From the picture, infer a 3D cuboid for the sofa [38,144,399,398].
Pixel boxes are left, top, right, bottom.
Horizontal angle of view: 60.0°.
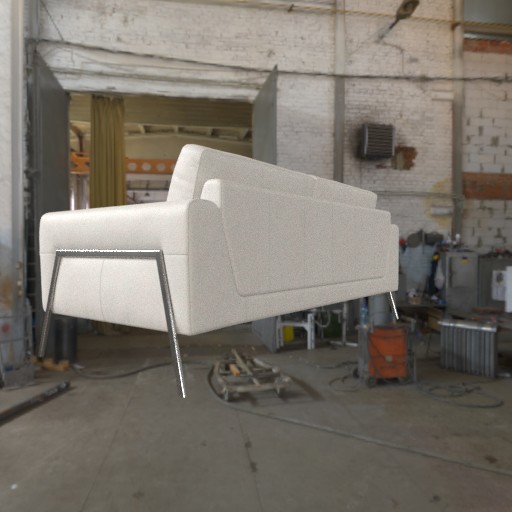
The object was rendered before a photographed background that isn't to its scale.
[{"bbox_3d":[0.000,0.000,2.496,0.953,0.875,2.017,1,1,37],"label":"sofa"}]
